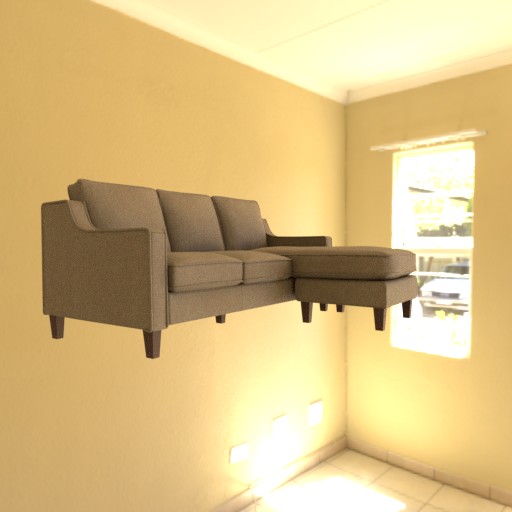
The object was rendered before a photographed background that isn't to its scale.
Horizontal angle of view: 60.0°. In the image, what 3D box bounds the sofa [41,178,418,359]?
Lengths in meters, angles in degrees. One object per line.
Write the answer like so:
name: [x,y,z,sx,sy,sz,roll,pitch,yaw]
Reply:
sofa: [0.000,0.000,3.355,1.858,1.081,2.317,1,2,34]
